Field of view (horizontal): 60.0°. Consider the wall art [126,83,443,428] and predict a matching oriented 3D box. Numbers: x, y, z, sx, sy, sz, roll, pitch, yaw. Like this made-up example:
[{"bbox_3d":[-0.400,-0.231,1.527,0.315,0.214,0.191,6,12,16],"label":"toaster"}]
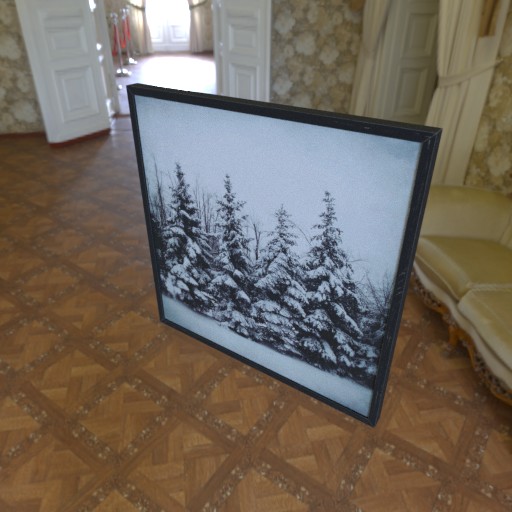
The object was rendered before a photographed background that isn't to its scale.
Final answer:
[{"bbox_3d":[0.000,0.000,1.138,0.761,0.761,0.037,19,36,29],"label":"wall art"}]
